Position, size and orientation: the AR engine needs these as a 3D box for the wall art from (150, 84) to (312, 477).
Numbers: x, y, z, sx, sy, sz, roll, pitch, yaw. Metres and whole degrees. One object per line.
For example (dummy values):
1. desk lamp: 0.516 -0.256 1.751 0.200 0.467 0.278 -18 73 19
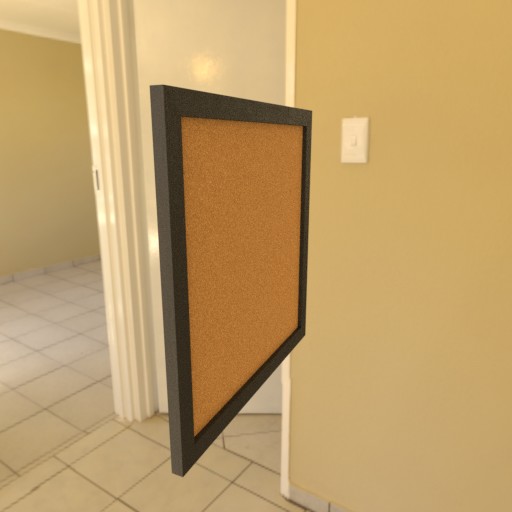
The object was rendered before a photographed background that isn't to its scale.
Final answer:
1. wall art: 0.000 0.000 1.543 0.038 1.016 1.016 7 16 25
